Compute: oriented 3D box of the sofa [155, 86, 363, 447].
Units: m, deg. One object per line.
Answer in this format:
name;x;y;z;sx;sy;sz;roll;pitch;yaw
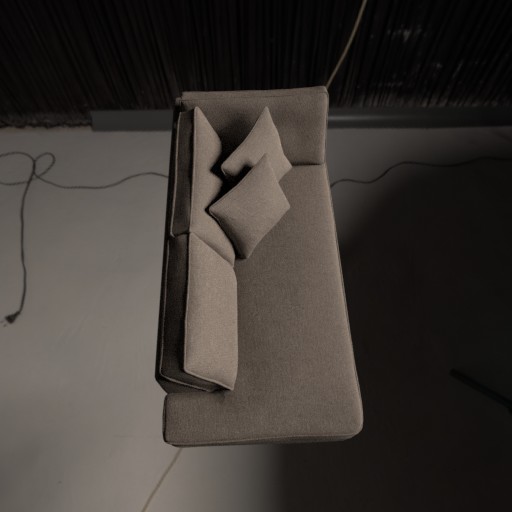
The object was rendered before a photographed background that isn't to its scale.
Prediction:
sofa;0.000;0.000;2.878;1.110;1.033;2.237;-2;63;-1
